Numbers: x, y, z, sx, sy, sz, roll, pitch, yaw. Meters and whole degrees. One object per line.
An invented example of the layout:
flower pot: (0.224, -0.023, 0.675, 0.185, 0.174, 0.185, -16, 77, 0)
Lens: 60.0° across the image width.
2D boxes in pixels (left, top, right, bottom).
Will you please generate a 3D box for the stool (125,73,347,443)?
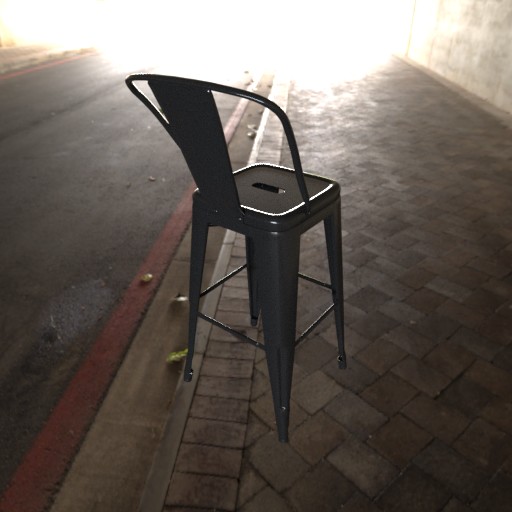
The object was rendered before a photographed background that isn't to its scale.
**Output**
stool: (0.000, 0.000, 1.269, 0.432, 1.022, 0.528, 21, 36, 32)
